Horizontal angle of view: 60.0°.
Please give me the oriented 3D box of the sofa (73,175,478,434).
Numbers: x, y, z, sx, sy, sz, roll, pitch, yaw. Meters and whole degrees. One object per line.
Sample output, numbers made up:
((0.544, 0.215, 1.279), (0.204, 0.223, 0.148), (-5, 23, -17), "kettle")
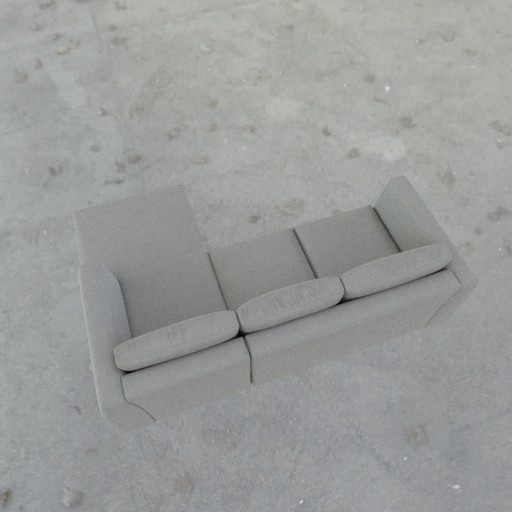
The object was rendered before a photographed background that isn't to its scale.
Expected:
((0.000, 0.000, 3.030), (2.300, 0.860, 1.580), (-16, 59, -10), "sofa")
